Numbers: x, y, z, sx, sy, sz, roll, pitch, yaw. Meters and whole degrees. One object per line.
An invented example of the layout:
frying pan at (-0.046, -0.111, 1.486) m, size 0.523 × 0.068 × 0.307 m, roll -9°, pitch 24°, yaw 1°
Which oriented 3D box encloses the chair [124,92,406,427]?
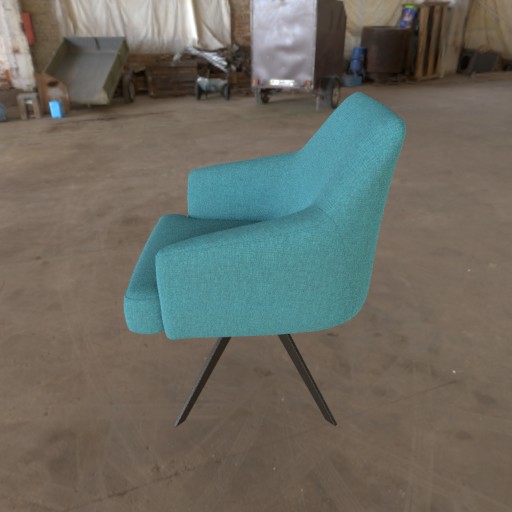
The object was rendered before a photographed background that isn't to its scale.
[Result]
chair at (0.000, 0.000, 1.317) m, size 0.677 × 0.874 × 0.642 m, roll 0°, pitch 28°, yaw 0°
